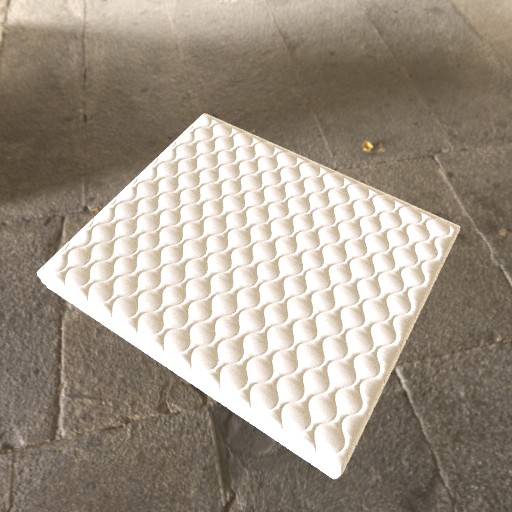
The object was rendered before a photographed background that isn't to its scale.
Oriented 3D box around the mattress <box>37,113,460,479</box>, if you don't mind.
[{"bbox_3d":[0.000,0.000,2.617,1.900,0.200,1.600,28,62,17],"label":"mattress"}]
